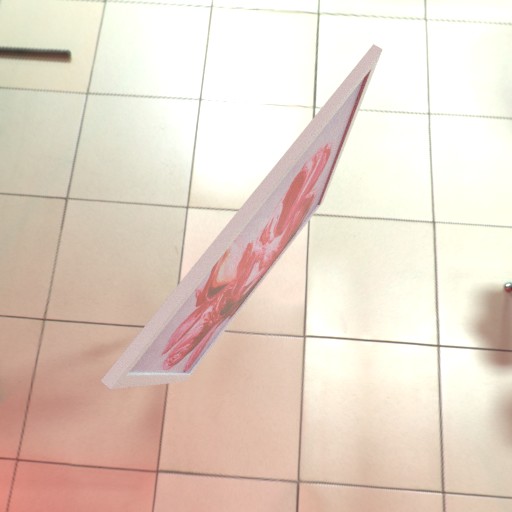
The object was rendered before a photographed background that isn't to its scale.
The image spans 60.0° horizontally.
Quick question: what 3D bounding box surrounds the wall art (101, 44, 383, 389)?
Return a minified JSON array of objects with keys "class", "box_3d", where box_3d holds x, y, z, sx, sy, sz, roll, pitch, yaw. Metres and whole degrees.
[{"class":"wall art","box_3d":[0.000,0.000,1.182,0.022,0.803,0.805,36,78,9]}]
